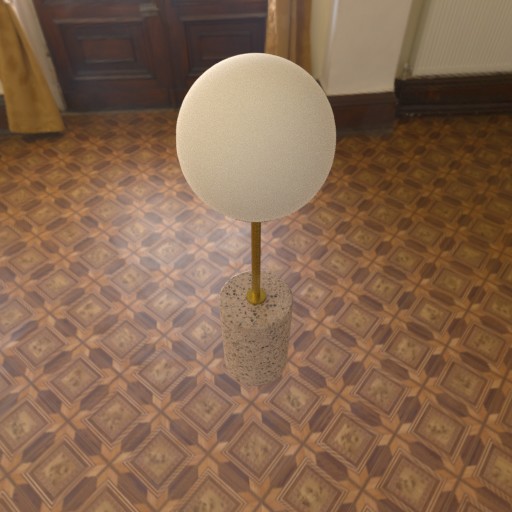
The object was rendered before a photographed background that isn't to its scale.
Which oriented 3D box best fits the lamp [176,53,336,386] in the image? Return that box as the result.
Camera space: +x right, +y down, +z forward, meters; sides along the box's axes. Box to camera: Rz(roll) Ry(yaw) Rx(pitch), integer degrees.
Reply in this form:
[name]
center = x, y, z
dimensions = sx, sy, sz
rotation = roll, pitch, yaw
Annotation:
[lamp]
center = 0.000, 0.000, 0.548
dimensions = 0.153, 0.480, 0.153
rotation = 0, 47, 0
